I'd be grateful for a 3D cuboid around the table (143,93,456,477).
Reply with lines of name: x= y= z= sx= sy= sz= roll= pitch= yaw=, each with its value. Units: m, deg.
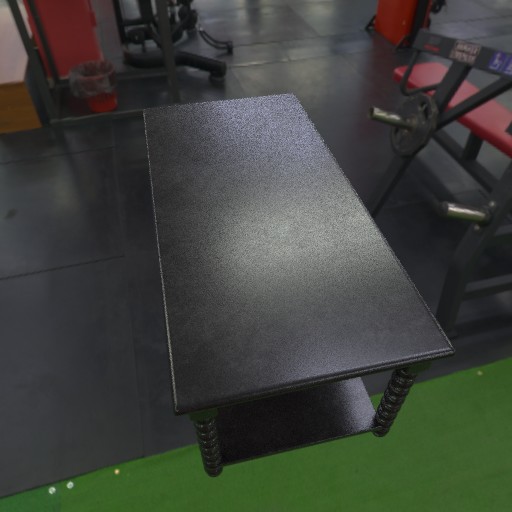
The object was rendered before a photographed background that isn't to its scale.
table: x=0.000 y=0.000 z=1.420 sx=0.580 sy=0.487 sz=1.171 roll=-9 pitch=46 yaw=-9
